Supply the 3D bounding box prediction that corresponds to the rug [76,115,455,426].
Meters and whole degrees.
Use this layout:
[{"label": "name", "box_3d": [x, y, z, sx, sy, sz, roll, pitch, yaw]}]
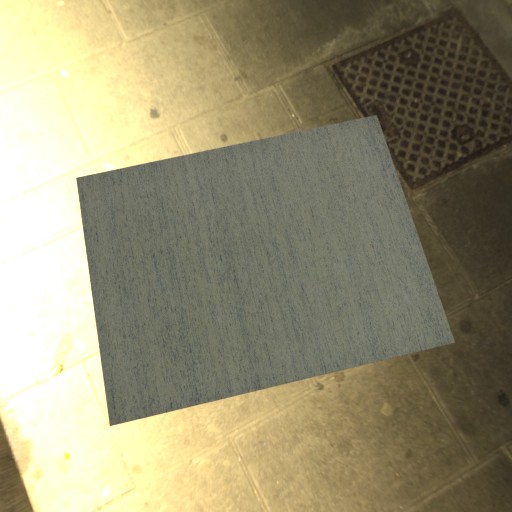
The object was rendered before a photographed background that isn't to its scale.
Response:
[{"label": "rug", "box_3d": [0.000, 0.000, 4.295, 3.197, 0.006, 2.438, -13, 75, -3]}]
